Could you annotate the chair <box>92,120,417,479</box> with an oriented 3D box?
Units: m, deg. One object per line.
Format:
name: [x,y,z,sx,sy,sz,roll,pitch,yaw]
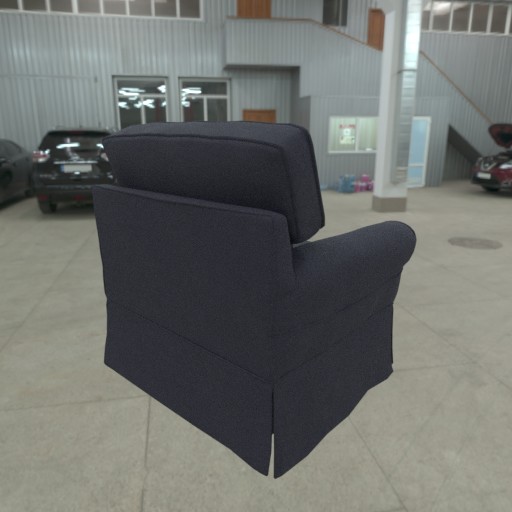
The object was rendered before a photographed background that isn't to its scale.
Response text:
chair: [0.000,0.000,1.967,1.119,1.140,1.002,15,21,42]
